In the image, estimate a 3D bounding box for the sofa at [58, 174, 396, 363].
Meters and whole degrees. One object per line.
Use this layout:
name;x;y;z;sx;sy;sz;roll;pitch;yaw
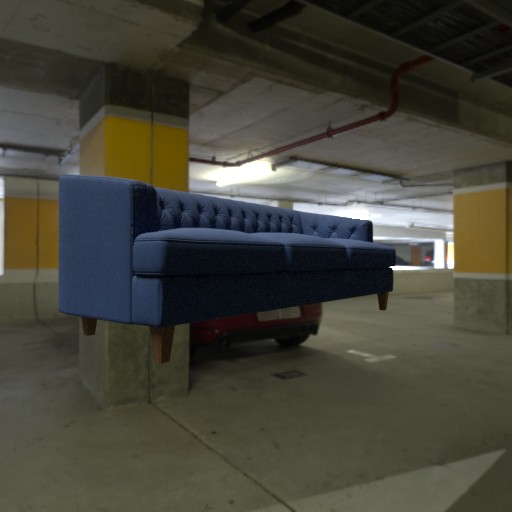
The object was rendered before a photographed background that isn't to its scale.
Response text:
sofa;0.000;0.000;2.669;0.914;0.787;2.235;0;-1;38
